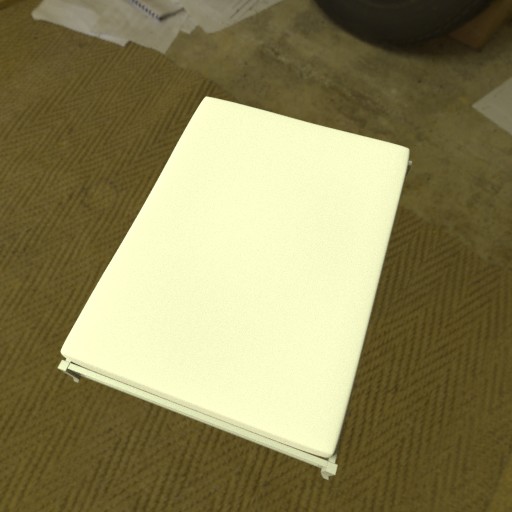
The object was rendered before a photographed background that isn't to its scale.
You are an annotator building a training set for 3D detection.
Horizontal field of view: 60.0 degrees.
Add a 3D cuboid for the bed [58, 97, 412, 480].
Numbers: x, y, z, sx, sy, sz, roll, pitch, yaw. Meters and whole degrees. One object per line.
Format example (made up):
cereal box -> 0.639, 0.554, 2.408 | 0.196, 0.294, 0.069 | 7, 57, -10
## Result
bed -> 0.000, 0.000, 2.800 | 1.604, 0.510, 2.108 | 18, 64, 9
